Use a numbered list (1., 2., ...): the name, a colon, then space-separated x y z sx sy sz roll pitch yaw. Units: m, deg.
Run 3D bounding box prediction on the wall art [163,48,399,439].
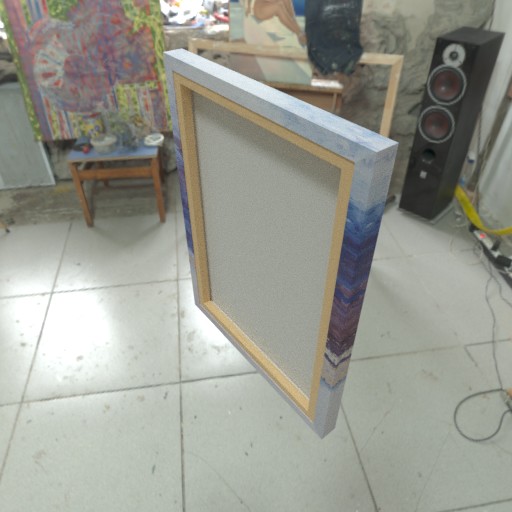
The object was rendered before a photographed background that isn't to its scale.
1. wall art: 0.000 0.000 0.772 0.036 0.581 0.437 -27 47 -28
